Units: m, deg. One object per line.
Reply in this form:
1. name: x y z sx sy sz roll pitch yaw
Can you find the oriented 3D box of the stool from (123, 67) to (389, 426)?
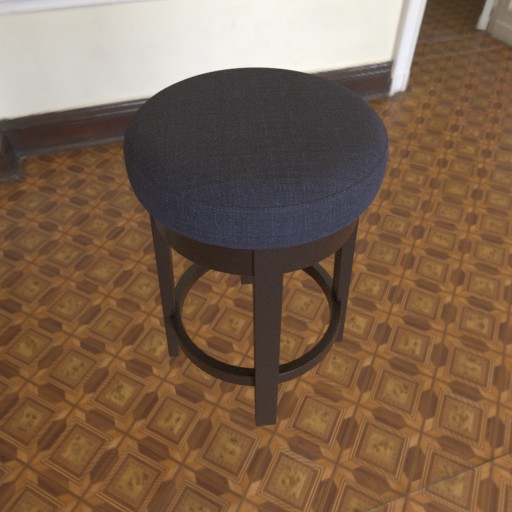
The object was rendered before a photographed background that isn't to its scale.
1. stool: 0.000 0.000 0.931 0.449 0.655 0.449 0 46 0
